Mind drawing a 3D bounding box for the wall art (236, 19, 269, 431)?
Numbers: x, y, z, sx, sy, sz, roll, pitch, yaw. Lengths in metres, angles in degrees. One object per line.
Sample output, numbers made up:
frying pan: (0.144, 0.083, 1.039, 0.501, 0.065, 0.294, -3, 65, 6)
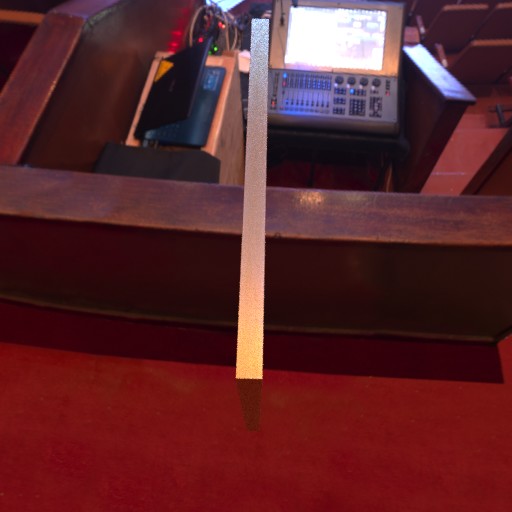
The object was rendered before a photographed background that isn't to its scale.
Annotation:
wall art: (0.000, 0.000, 1.124, 0.037, 0.760, 0.762, 1, 63, 1)
